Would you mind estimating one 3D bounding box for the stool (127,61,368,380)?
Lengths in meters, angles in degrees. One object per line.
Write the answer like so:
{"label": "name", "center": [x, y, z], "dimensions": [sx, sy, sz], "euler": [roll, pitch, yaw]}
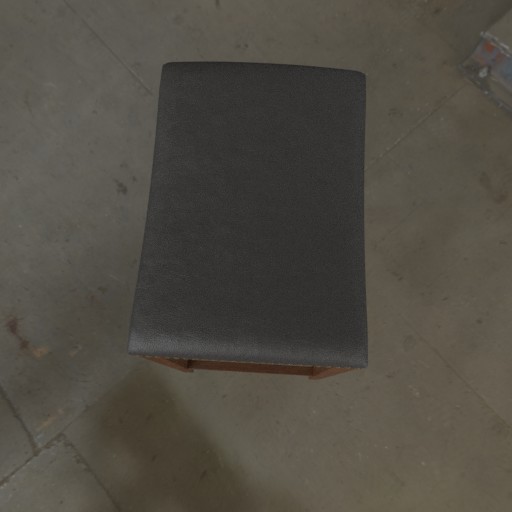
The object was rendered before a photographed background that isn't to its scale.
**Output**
{"label": "stool", "center": [0.000, 0.000, 0.917], "dimensions": [0.353, 0.664, 0.490], "euler": [3, 76, 1]}
